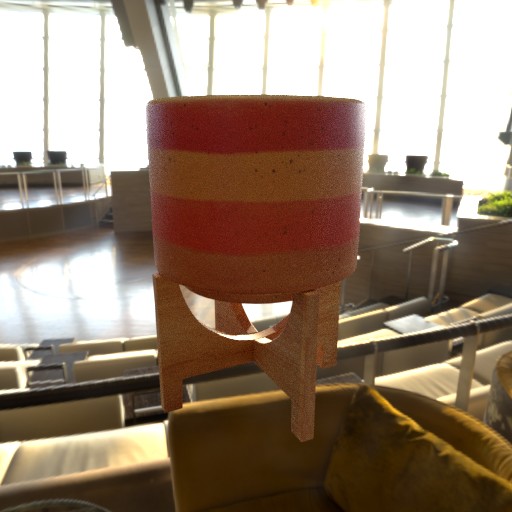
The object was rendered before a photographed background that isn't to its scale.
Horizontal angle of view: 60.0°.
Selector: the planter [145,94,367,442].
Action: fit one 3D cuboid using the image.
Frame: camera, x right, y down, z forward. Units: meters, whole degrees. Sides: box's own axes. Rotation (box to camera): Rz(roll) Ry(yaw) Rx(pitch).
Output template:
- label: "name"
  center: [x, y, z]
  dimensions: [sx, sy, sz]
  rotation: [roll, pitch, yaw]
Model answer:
- label: "planter"
  center: [0.000, 0.000, 0.578]
  dimensions: [0.269, 0.379, 0.269]
  rotation: [0, 16, 0]
